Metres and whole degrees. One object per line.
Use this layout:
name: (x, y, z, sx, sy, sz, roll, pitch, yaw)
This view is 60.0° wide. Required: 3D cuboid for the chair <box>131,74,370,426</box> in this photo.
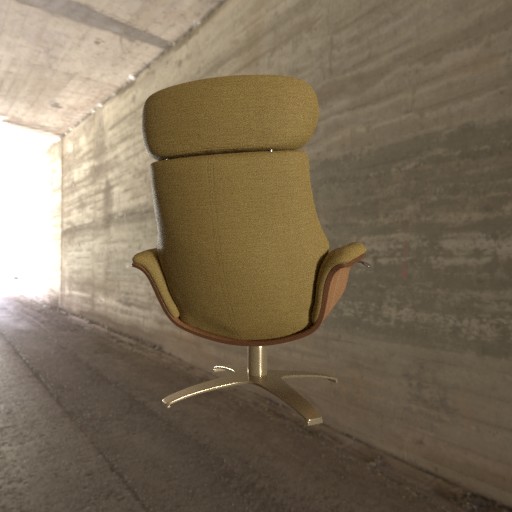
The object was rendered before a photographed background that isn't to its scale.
chair: (0.000, 0.000, 1.595, 0.785, 0.995, 0.837, 0, -1, 18)
